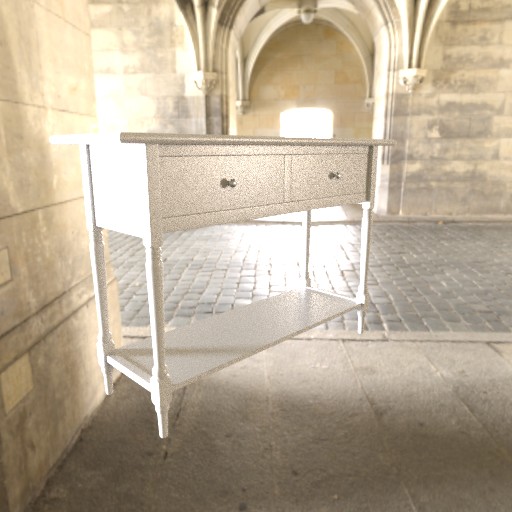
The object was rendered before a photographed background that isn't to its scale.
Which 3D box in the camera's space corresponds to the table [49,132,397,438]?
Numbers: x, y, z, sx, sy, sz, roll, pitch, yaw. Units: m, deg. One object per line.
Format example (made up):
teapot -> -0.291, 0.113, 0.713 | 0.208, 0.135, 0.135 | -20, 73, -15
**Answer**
table -> 0.000, 0.000, 1.570 | 0.384, 0.808, 1.197 | 13, 19, 43
